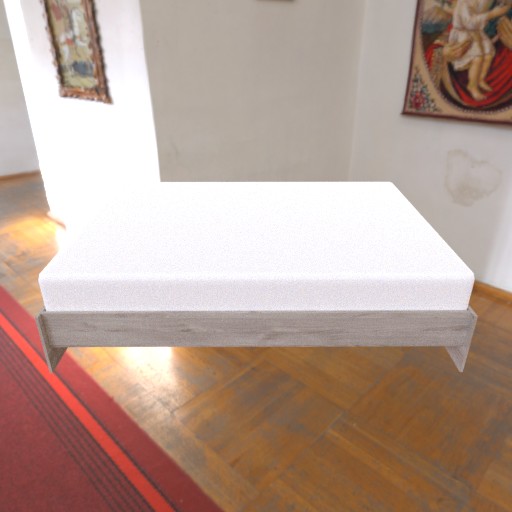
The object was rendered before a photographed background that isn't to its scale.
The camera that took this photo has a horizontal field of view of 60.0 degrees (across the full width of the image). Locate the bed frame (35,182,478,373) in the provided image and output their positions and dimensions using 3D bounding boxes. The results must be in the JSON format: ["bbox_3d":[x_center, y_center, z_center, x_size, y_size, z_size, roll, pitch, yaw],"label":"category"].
[{"bbox_3d":[0.000,0.000,2.620,1.945,0.497,1.445,0,27,0],"label":"bed frame"}]
